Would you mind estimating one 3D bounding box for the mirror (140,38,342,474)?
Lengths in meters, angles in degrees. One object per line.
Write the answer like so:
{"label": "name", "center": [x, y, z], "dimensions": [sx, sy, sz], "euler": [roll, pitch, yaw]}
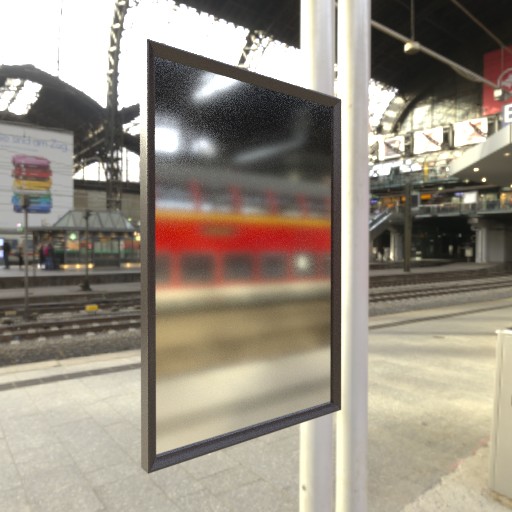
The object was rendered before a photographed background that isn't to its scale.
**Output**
{"label": "mirror", "center": [0.000, 0.000, 1.133], "dimensions": [0.609, 0.915, 0.041], "euler": [-1, 1, -38]}
